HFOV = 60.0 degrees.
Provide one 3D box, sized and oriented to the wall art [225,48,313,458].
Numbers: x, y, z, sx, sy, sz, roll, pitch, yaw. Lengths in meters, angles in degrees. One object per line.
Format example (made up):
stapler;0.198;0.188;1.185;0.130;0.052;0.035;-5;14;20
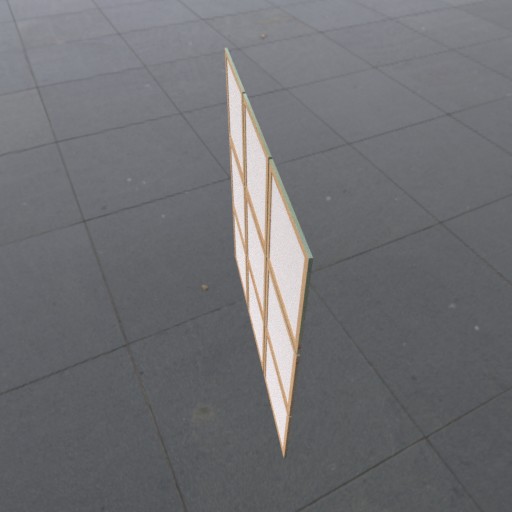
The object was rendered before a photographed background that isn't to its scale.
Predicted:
wall art;0.000;0.000;2.297;0.013;1.523;1.517;-8;47;-8
